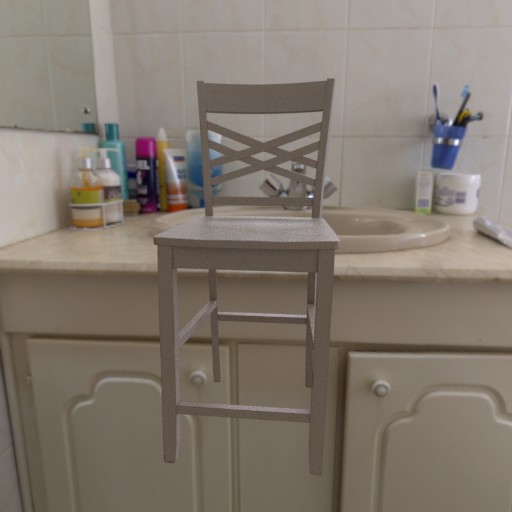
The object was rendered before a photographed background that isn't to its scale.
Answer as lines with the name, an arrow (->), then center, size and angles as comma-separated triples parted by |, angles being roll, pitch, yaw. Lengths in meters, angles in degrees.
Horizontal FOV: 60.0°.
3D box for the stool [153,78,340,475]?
stool -> 0.000, 0.000, 1.341 | 0.462, 1.079, 0.539 | 2, 13, 7
